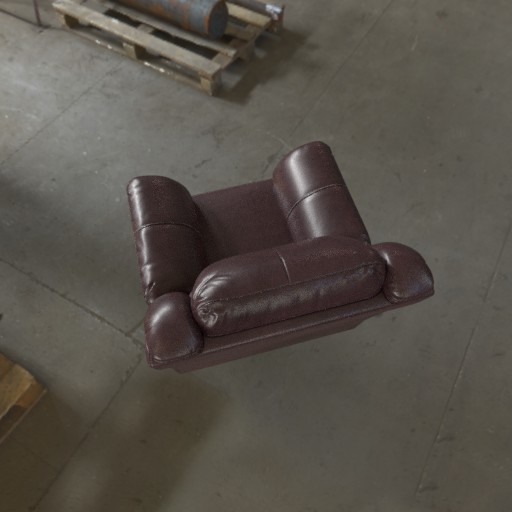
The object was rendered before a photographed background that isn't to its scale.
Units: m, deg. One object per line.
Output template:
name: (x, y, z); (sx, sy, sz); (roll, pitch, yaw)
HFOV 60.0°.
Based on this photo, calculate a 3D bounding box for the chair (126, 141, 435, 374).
chair: (0.000, 0.000, 1.925); (0.990, 1.093, 1.041); (-13, 60, -8)
